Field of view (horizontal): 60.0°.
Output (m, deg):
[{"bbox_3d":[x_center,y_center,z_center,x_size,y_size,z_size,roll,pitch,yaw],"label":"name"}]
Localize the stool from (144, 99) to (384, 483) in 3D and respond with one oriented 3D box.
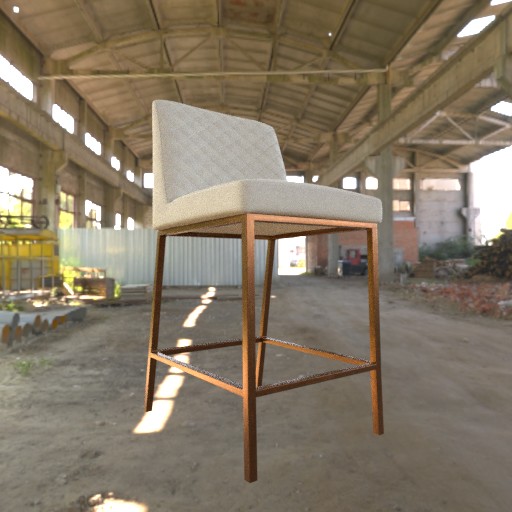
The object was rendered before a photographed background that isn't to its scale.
[{"bbox_3d":[0.000,0.000,1.305,0.507,0.973,0.576,0,-1,-37],"label":"stool"}]
